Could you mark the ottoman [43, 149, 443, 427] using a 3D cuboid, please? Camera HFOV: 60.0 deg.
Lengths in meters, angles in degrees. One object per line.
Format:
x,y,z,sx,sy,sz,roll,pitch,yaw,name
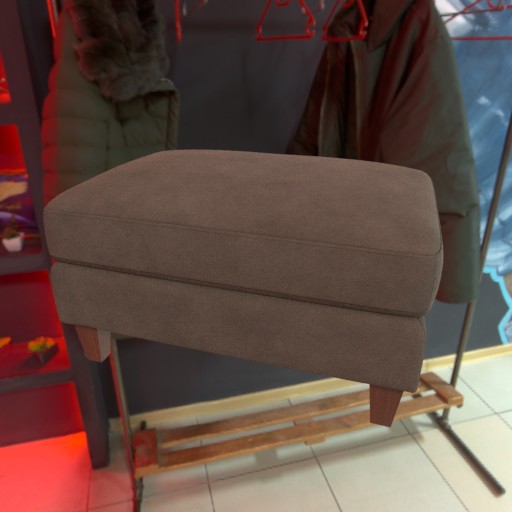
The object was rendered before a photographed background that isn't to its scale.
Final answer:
0.000,0.000,1.178,0.864,0.483,0.584,8,26,16,ottoman
